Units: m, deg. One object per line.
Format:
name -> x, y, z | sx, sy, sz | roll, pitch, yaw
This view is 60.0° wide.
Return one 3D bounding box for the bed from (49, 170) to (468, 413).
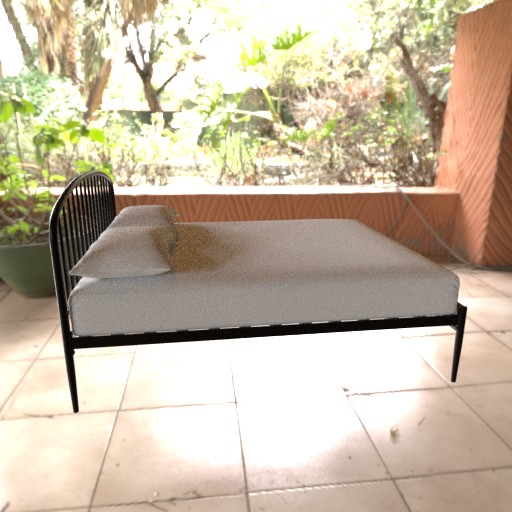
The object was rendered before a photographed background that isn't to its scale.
bed -> 0.000, 0.000, 3.048 | 2.159, 1.166, 1.618 | -2, 16, -8
